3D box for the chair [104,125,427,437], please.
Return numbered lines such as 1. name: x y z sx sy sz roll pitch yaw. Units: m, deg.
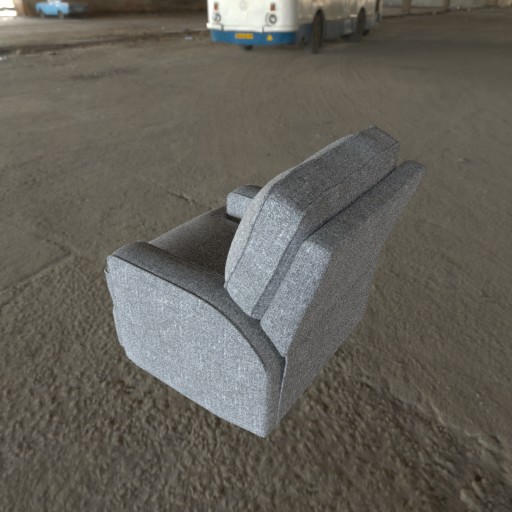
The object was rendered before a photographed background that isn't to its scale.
1. chair: 0.000 0.000 1.725 0.964 0.962 0.861 20 36 30
